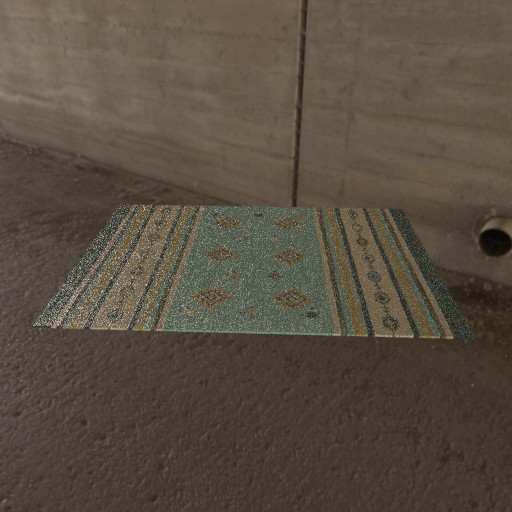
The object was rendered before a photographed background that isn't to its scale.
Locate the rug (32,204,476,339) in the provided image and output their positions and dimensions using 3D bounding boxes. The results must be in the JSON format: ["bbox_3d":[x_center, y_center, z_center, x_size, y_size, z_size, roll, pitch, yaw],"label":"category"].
[{"bbox_3d":[0.000,0.000,2.329,1.811,0.010,1.212,1,31,2],"label":"rug"}]
